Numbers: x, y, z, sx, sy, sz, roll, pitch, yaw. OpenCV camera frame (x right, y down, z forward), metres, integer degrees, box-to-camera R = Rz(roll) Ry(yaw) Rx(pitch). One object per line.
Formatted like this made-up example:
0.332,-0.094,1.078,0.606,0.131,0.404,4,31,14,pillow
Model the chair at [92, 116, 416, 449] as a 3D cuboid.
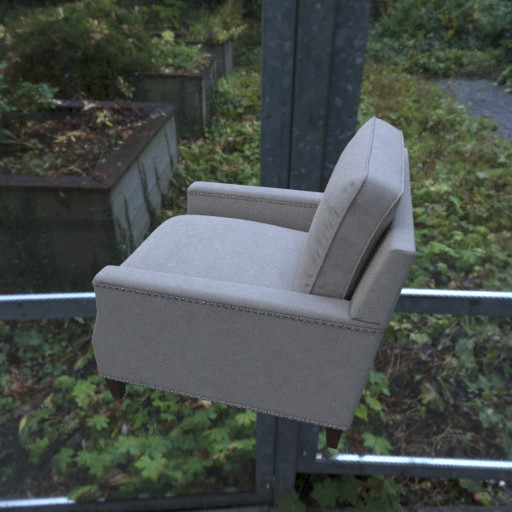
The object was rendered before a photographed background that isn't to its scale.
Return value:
0.000,0.000,1.675,1.014,0.943,0.853,8,32,13,chair
